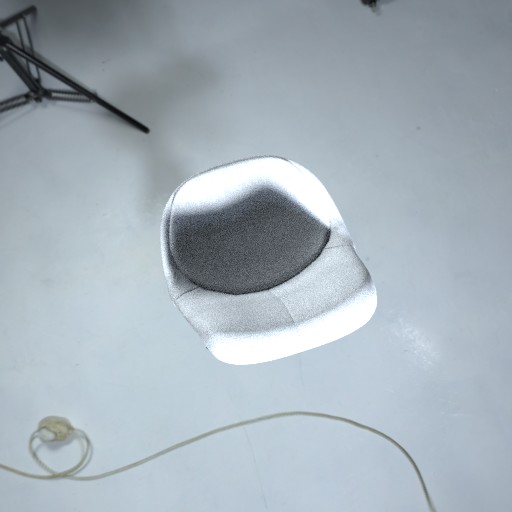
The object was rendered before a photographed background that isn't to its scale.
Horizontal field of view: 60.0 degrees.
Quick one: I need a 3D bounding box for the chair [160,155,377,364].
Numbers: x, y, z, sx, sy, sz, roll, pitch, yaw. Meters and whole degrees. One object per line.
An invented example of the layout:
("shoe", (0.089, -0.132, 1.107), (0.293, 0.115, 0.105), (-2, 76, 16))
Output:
("chair", (0.000, 0.000, 1.212), (0.485, 0.850, 0.550), (-17, 77, -4))
